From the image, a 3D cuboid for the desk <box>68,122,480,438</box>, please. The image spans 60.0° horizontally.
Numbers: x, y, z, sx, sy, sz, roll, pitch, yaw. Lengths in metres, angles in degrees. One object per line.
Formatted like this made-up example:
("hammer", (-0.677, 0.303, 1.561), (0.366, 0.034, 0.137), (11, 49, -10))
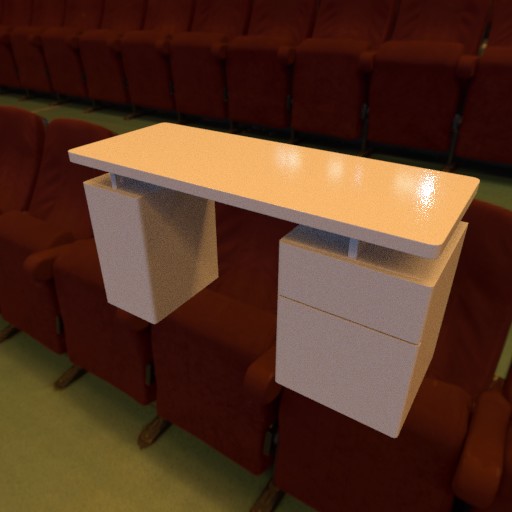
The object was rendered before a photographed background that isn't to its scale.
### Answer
("desk", (0.000, 0.000, 1.770), (1.400, 0.762, 0.550), (18, 35, 28))
